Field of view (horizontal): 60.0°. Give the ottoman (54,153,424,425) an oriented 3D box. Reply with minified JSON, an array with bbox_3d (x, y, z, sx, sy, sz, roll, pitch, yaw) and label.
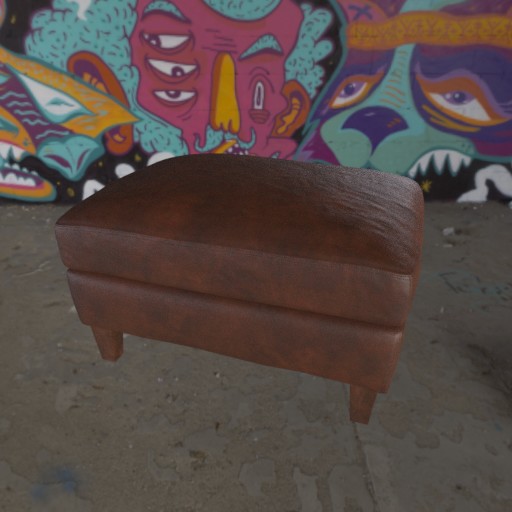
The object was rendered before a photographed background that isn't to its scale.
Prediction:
[{"bbox_3d":[0.000,0.000,1.304,0.887,0.527,0.659,9,29,16],"label":"ottoman"}]
